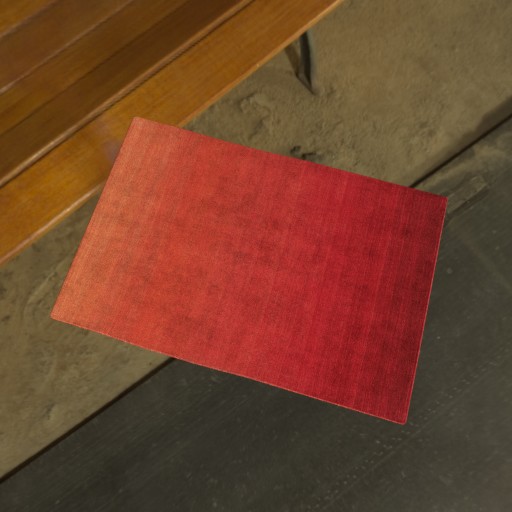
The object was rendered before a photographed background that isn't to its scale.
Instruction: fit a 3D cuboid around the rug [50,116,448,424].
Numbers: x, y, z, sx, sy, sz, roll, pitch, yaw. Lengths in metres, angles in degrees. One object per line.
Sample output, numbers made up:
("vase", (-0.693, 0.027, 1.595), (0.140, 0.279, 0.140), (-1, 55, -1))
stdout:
("rug", (0.000, 0.000, 2.339), (1.835, 0.018, 1.230), (16, 74, 4))
